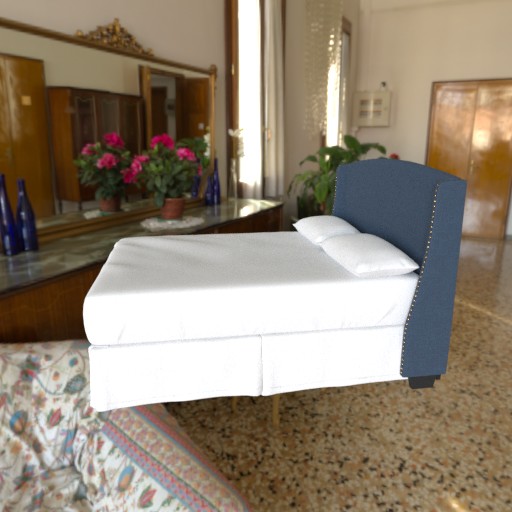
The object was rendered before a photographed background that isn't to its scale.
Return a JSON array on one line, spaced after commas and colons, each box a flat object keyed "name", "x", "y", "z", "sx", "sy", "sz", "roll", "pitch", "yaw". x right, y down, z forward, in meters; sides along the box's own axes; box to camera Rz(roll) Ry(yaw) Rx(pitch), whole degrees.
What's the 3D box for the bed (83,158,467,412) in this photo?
[{"name": "bed", "x": 0.000, "y": 0.000, "z": 3.327, "sx": 2.237, "sy": 1.407, "sz": 1.710, "roll": -2, "pitch": 15, "yaw": -9}]
